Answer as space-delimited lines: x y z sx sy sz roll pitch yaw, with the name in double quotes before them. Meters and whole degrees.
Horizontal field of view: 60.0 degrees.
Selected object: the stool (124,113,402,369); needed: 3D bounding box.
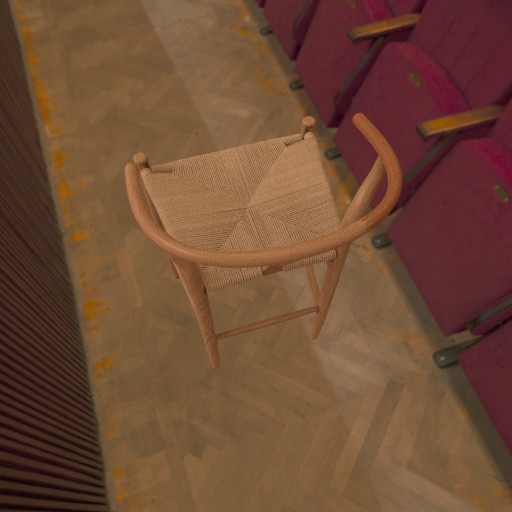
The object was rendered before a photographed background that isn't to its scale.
"stool" 0.000 0.000 1.253 0.536 0.923 0.575 -15 60 -9
